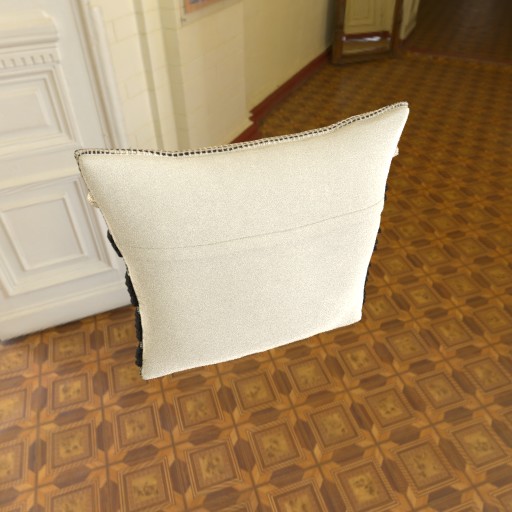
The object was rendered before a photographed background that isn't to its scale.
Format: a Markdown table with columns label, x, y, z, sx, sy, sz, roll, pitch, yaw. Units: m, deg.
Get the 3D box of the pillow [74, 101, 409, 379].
| label | x | y | z | sx | sy | sz | roll | pitch | yaw |
| --- | --- | --- | --- | --- | --- | --- | --- | --- | --- |
| pillow | 0.000 | 0.000 | 0.689 | 0.436 | 0.438 | 0.156 | -13 | 43 | -14 |
